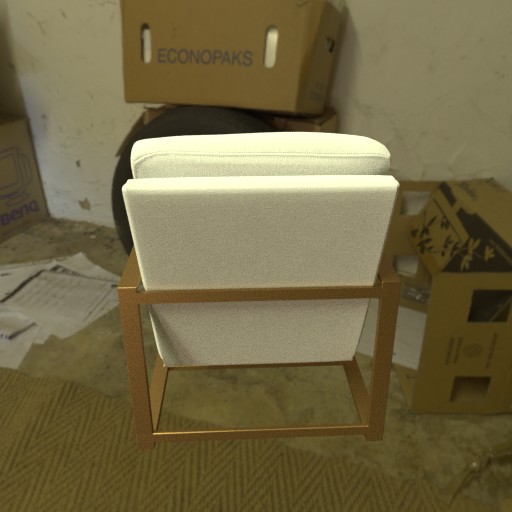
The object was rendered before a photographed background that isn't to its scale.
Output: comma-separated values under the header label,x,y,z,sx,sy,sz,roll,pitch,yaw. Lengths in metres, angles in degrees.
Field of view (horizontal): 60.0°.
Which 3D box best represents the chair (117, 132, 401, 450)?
label,x,y,z,sx,sy,sz,roll,pitch,yaw
chair,0.000,0.000,1.569,0.805,0.966,0.813,-1,29,-2
